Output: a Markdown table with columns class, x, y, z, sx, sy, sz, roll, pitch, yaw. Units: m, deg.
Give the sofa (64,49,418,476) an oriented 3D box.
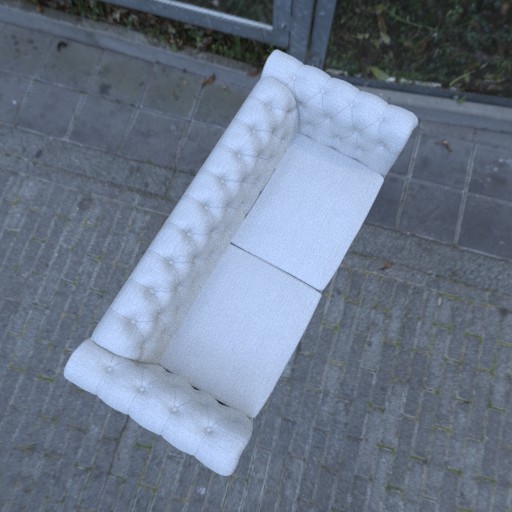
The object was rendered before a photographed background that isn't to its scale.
| class | x | y | z | sx | sy | sz | roll | pitch | yaw |
| --- | --- | --- | --- | --- | --- | --- | --- | --- | --- |
| sofa | 0.000 | 0.000 | 2.243 | 0.783 | 0.797 | 1.798 | 28 | 76 | 8 |
